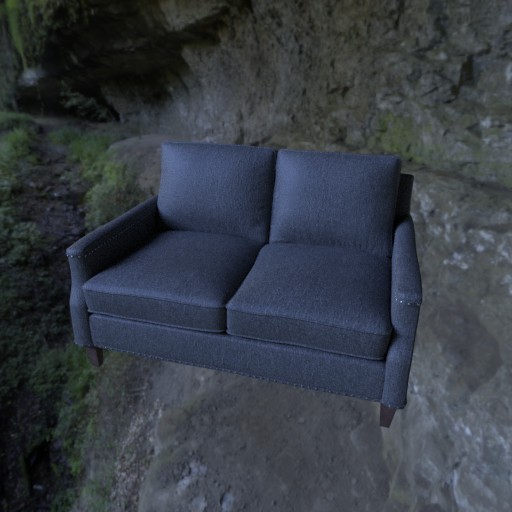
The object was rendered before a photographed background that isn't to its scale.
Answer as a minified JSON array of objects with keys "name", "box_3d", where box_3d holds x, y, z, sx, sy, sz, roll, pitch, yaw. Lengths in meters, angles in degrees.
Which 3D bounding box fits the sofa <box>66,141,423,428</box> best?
[{"name":"sofa","box_3d":[0.000,0.000,2.317,1.597,1.003,1.084,7,26,15]}]
